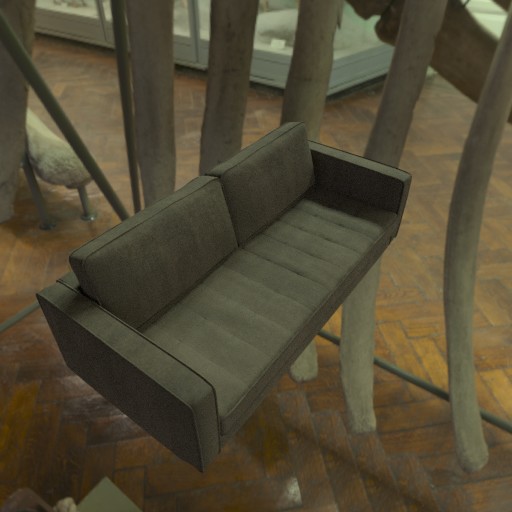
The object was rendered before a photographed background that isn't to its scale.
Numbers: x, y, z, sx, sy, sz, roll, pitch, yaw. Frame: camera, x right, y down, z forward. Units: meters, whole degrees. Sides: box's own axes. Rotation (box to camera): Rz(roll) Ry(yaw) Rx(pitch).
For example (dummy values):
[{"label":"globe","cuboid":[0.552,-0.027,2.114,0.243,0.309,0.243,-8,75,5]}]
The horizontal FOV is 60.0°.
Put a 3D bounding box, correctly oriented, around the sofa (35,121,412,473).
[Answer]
[{"label":"sofa","cuboid":[0.000,0.000,2.343,0.924,0.825,1.920,25,46,27]}]
